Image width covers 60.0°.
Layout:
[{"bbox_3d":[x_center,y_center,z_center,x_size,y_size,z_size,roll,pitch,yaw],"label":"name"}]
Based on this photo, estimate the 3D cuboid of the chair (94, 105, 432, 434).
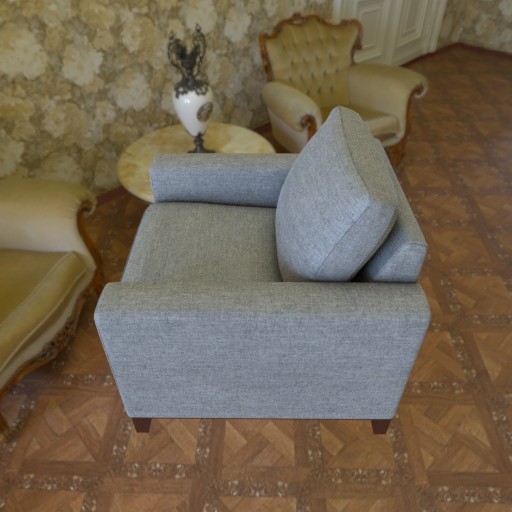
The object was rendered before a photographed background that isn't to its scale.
[{"bbox_3d":[0.000,0.000,1.802,1.038,1.010,1.024,0,40,0],"label":"chair"}]
